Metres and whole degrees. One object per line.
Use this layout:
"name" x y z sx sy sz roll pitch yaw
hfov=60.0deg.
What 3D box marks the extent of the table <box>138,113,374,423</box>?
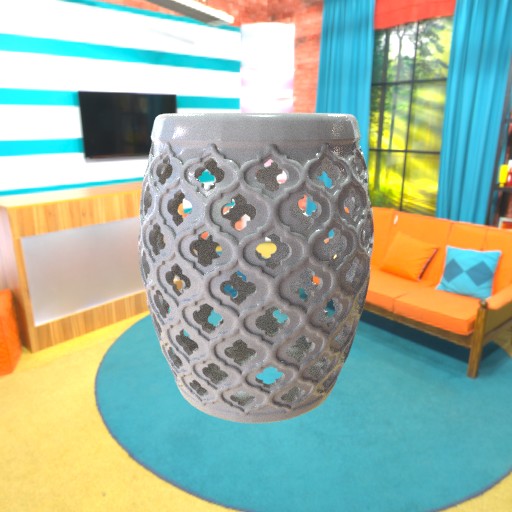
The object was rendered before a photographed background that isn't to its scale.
"table" 0.000 0.000 0.638 0.325 0.388 0.325 0 17 0
